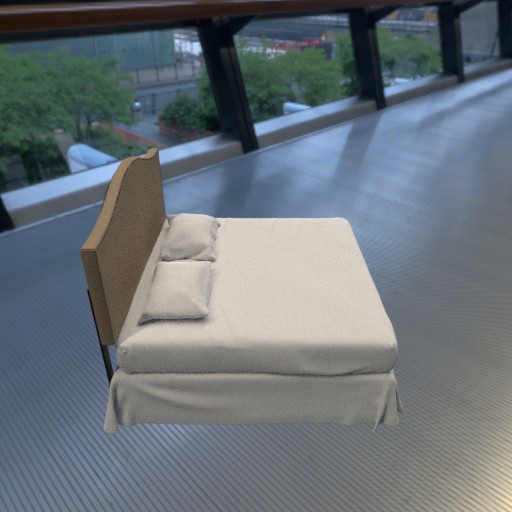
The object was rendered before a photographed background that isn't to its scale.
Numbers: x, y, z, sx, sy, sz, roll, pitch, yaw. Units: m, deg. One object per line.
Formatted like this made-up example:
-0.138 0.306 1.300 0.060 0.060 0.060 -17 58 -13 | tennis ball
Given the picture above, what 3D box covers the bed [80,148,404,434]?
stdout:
0.000 0.000 3.778 2.222 1.651 2.311 0 31 0 | bed
